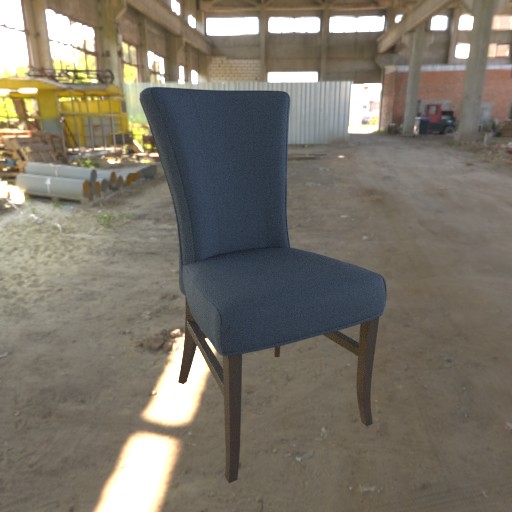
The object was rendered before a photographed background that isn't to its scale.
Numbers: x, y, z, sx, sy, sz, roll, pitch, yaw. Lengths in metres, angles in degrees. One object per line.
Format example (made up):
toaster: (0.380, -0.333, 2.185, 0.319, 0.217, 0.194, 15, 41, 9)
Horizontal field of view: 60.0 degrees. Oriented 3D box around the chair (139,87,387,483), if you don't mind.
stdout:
chair: (0.000, 0.000, 1.368, 0.520, 0.991, 0.660, -9, 20, -27)
